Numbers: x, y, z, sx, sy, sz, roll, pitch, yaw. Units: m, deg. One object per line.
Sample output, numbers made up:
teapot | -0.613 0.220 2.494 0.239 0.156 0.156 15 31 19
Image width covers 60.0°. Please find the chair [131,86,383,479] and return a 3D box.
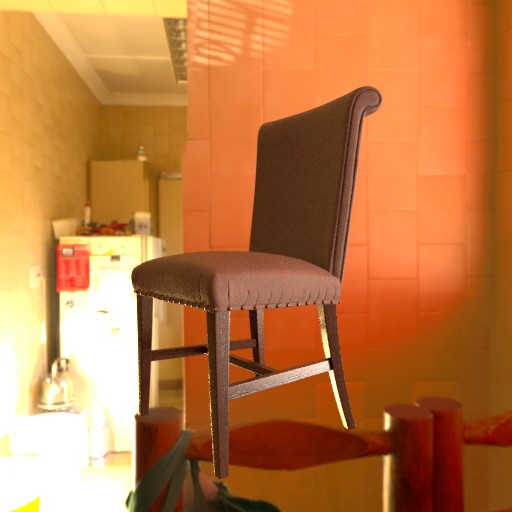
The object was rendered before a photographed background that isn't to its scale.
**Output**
chair | 0.000 0.000 1.346 0.608 0.988 0.513 -1 1 -36
